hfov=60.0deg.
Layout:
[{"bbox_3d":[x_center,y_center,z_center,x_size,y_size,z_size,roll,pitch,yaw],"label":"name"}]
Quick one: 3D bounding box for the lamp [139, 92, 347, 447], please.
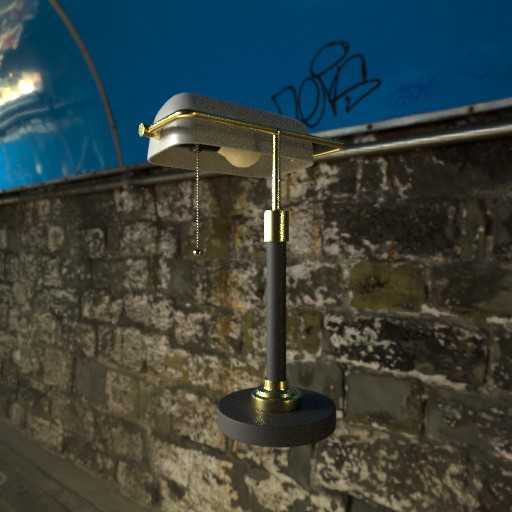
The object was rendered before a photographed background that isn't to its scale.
[{"bbox_3d":[0.000,0.000,0.572,0.269,0.404,0.227,0,1,-37],"label":"lamp"}]
